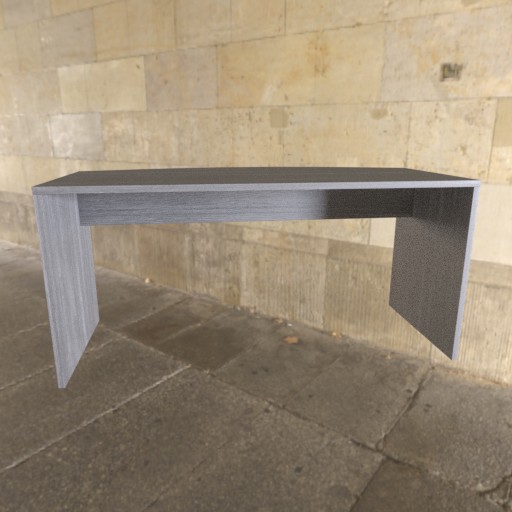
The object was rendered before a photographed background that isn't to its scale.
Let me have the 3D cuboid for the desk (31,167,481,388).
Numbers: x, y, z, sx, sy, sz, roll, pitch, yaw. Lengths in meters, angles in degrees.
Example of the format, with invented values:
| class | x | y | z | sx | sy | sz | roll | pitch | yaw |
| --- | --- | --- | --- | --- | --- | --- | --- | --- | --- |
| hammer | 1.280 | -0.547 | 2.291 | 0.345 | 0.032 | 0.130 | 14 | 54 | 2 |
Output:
| class | x | y | z | sx | sy | sz | roll | pitch | yaw |
| --- | --- | --- | --- | --- | --- | --- | --- | --- | --- |
| desk | 0.000 | 0.000 | 2.043 | 1.600 | 0.750 | 0.802 | -2 | 16 | -7 |
